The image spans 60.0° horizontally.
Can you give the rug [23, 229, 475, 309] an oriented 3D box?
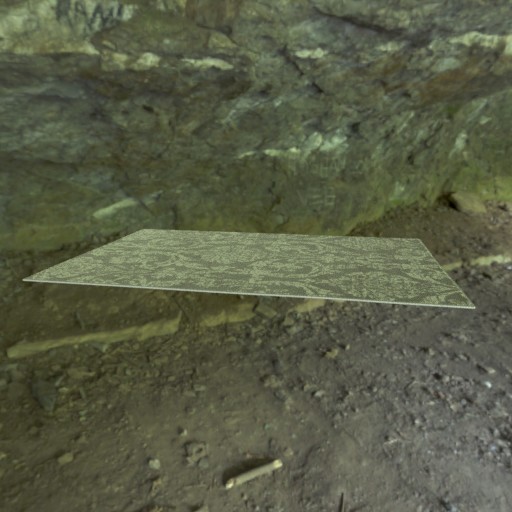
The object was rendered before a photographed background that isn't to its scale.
[{"bbox_3d":[0.000,0.000,2.320,1.824,0.012,1.206,3,14,10],"label":"rug"}]
